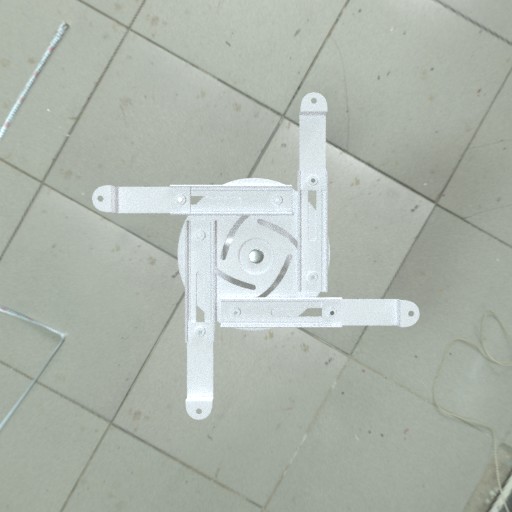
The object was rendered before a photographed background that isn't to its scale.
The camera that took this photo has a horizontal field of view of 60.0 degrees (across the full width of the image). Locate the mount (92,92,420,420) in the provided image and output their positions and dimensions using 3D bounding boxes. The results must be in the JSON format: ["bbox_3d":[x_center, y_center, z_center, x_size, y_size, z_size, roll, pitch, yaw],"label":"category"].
[{"bbox_3d":[0.000,0.000,0.603,0.394,0.141,0.394,0,90,0],"label":"mount"}]
